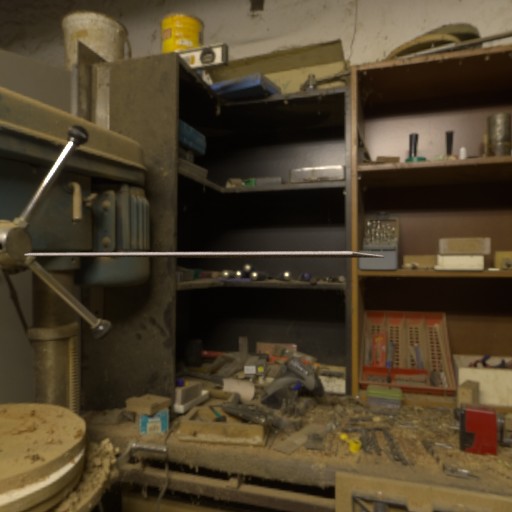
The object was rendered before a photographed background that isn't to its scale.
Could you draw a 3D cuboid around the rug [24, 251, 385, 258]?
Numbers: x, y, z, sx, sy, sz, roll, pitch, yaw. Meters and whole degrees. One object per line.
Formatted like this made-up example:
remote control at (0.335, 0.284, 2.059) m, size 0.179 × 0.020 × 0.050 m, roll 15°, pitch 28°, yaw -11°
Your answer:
rug at (0.000, 0.000, 2.348) m, size 1.224 × 0.012 × 1.847 m, roll 0°, pitch 0°, yaw 19°
